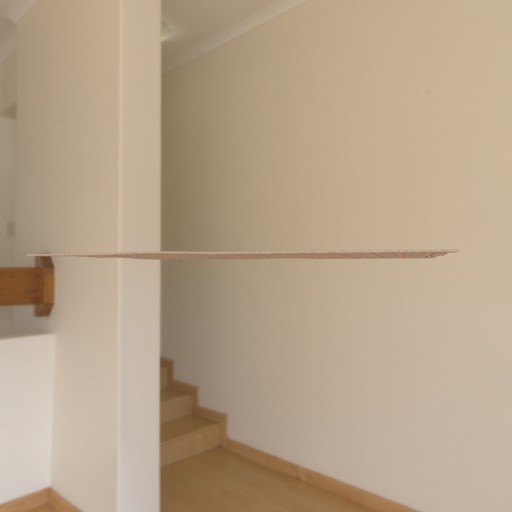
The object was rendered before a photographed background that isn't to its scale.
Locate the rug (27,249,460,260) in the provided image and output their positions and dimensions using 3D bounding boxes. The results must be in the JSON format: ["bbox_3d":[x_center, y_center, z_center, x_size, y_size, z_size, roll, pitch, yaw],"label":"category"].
[{"bbox_3d":[0.000,0.000,2.343,1.829,0.013,1.220,0,-1,18],"label":"rug"}]
